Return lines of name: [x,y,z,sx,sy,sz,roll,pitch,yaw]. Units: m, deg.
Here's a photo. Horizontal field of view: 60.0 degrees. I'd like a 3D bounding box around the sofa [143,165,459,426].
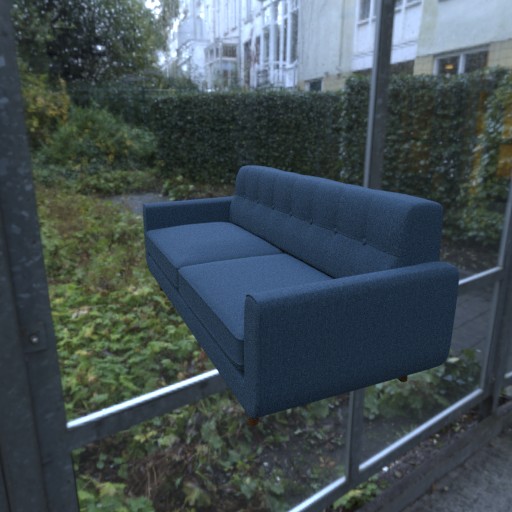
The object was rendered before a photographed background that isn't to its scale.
sofa: [0.000,0.000,2.569,0.942,0.884,2.055,-7,18,-23]
